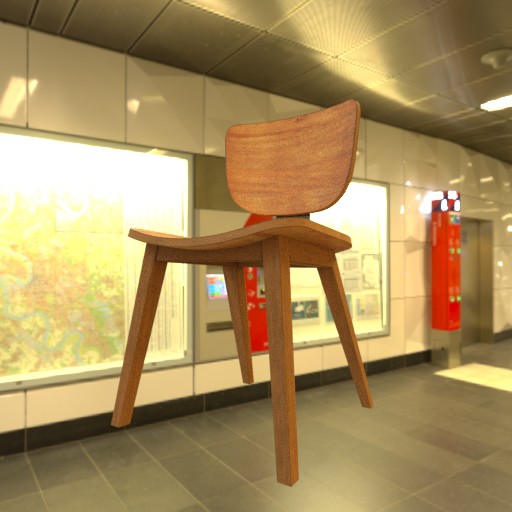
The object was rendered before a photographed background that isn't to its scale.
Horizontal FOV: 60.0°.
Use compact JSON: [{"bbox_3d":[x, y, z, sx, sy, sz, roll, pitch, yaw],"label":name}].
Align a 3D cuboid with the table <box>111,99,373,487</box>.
[{"bbox_3d":[0.000,0.000,1.114,0.499,0.805,0.500,0,-1,35],"label":"table"}]
